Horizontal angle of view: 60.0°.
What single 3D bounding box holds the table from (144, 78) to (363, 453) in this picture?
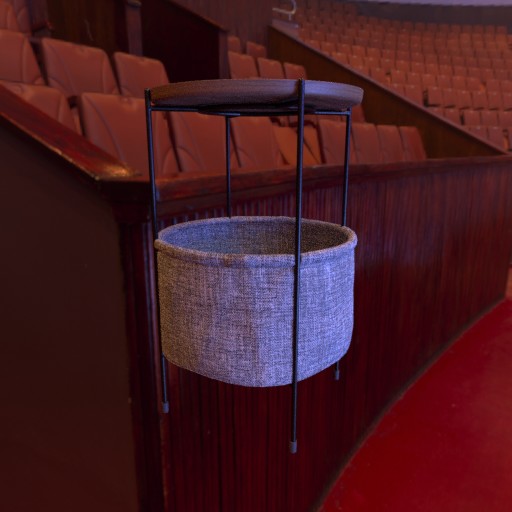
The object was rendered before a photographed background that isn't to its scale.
[{"bbox_3d":[0.000,0.000,0.896,0.400,0.623,0.400,7,16,25],"label":"table"}]
